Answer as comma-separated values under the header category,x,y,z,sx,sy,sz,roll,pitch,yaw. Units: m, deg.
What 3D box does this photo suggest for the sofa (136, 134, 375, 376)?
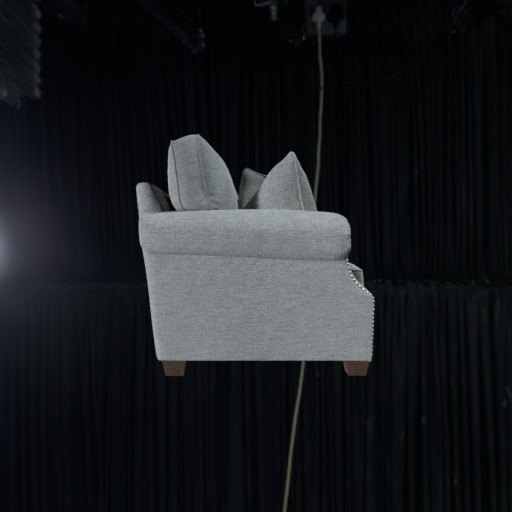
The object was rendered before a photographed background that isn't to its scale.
category,x,y,z,sx,sy,sz,roll,pitch,yaw
sofa,0.000,0.000,2.835,0.965,0.975,2.312,0,0,0
